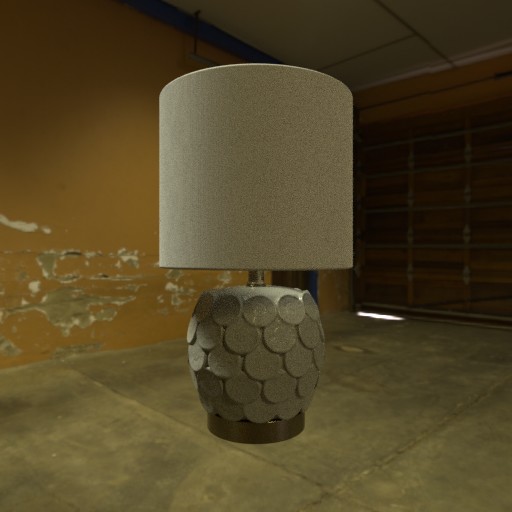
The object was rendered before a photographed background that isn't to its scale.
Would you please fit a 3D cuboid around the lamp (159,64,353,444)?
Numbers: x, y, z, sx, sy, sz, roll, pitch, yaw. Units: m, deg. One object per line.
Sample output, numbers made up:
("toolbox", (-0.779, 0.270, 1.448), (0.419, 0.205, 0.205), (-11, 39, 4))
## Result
("lamp", (0.000, 0.000, 0.596), (0.254, 0.452, 0.254), (0, 0, 0))
